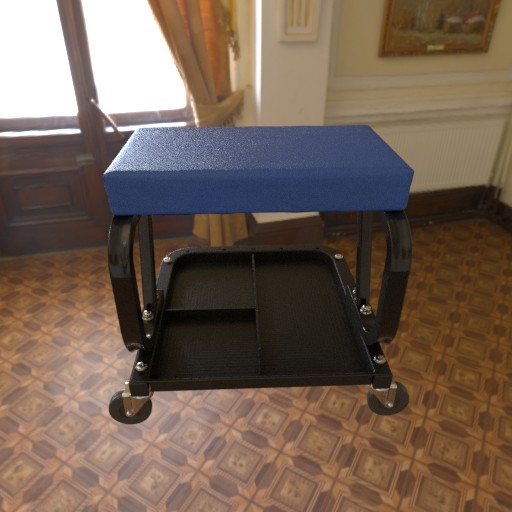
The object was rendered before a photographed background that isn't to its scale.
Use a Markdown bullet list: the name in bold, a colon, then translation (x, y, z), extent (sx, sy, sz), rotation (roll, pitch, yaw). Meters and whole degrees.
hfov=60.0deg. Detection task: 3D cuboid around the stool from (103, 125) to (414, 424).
- **stool**: translation (0.000, 0.000, 0.720), extent (0.446, 0.380, 0.371), rotation (-1, 31, -2)
